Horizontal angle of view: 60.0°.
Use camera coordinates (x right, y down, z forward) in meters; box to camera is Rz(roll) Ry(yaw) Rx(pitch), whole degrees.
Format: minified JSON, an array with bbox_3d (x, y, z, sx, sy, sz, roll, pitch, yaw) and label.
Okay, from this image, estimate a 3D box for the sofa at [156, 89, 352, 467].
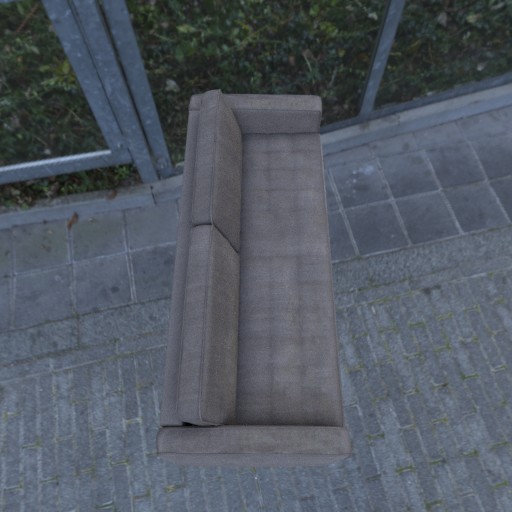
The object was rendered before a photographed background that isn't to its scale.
[{"bbox_3d":[0.000,0.000,2.676,0.923,0.813,2.295,0,63,0],"label":"sofa"}]
